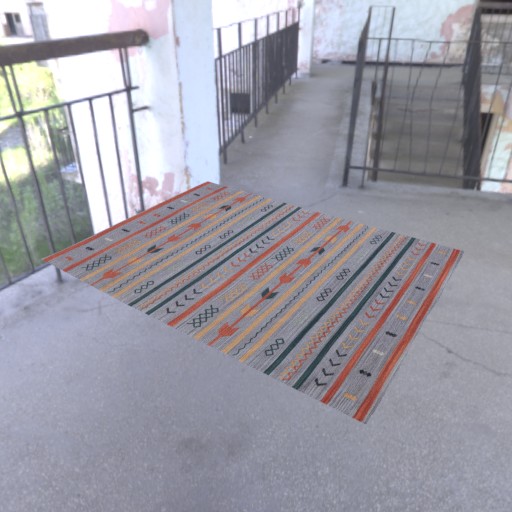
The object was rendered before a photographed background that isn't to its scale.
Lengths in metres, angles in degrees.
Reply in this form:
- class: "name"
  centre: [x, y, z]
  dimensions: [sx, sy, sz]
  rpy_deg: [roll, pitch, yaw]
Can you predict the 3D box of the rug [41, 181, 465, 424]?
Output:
- class: "rug"
  centre: [0.000, 0.000, 3.935]
  dimensions: [3.029, 0.022, 2.263]
  rpy_deg: [20, 36, 29]
